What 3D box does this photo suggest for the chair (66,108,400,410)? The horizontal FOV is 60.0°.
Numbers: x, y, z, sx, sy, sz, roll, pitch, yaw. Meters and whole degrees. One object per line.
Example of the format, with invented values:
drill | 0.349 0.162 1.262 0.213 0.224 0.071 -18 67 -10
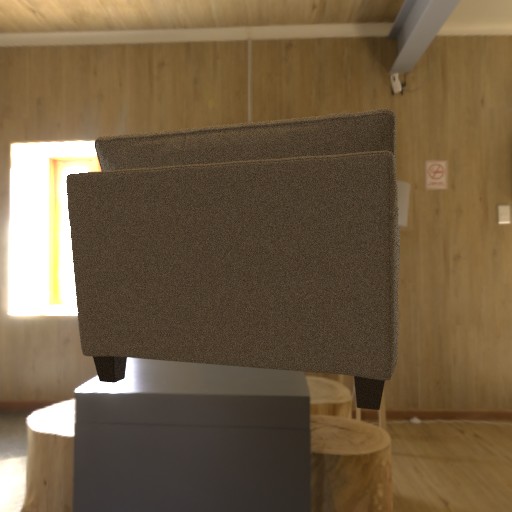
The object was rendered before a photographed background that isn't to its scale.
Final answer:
chair | 0.000 0.000 1.973 1.220 1.016 1.040 0 0 18
